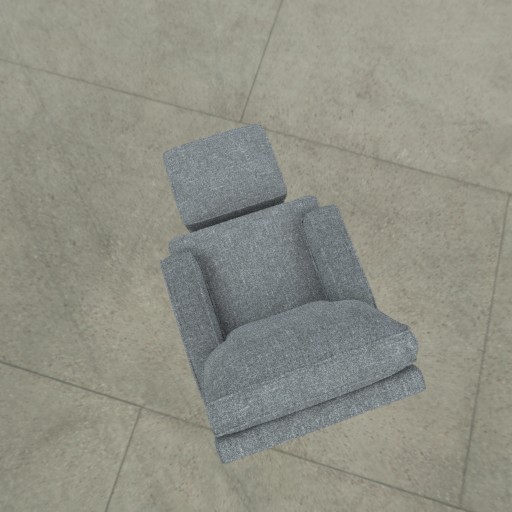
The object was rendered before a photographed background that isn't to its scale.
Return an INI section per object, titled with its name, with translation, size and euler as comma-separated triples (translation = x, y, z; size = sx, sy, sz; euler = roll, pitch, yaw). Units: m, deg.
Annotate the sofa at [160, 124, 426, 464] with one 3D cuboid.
[sofa]
translation = 0.000, 0.000, 2.024
size = 0.861, 0.959, 1.472
euler = -18, 76, -5
